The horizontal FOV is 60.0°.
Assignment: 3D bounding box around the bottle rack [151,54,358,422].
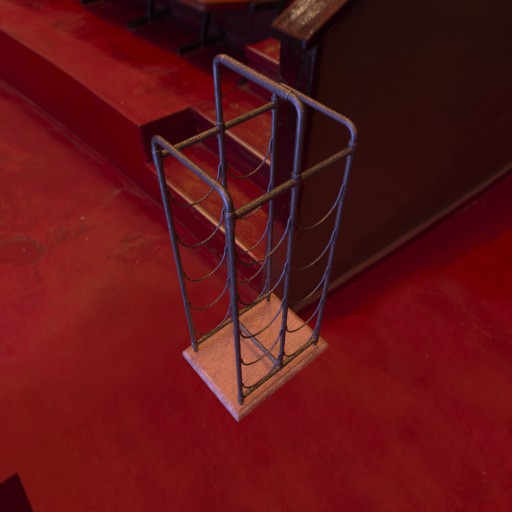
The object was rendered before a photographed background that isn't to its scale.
[{"bbox_3d":[0.000,0.000,0.799,0.276,0.680,0.208,-32,56,-26],"label":"bottle rack"}]
